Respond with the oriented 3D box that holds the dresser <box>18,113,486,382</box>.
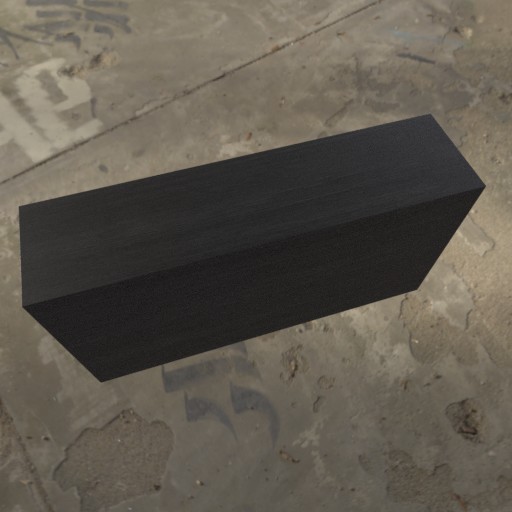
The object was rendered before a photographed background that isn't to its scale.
[{"bbox_3d":[0.000,0.000,1.888,1.590,0.795,0.400,-15,59,-9],"label":"dresser"}]
